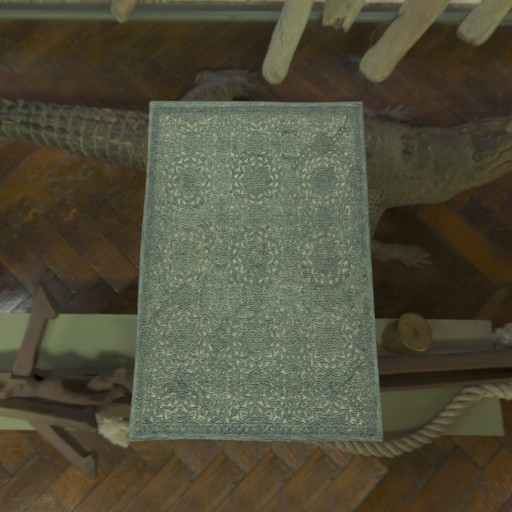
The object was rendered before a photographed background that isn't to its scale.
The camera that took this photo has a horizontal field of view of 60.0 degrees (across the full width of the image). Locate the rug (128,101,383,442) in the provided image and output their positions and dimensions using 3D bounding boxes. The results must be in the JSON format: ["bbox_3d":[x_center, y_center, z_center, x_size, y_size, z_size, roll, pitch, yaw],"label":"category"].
[{"bbox_3d":[0.000,0.000,2.335,1.224,0.016,1.830,0,77,0],"label":"rug"}]
